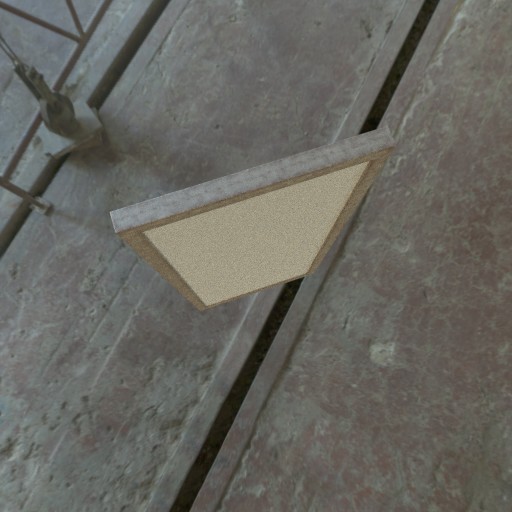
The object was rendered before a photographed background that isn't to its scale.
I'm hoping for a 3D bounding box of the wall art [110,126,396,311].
[{"bbox_3d":[0.000,0.000,1.684,0.648,1.461,0.051,-18,77,-4],"label":"wall art"}]
